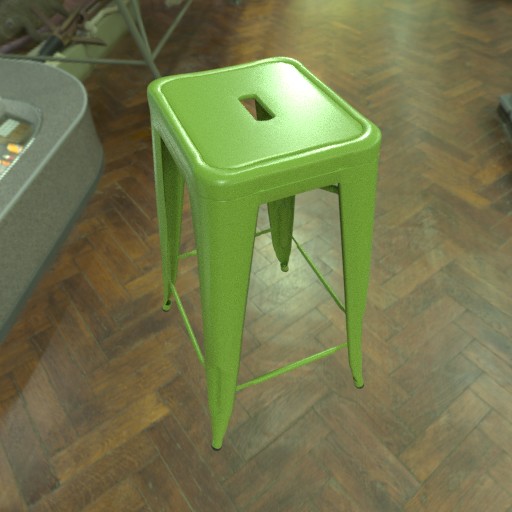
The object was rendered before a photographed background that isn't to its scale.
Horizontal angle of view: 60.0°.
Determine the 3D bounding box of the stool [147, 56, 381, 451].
[{"bbox_3d":[0.000,0.000,0.837,0.358,0.609,0.398,-17,49,-16],"label":"stool"}]
